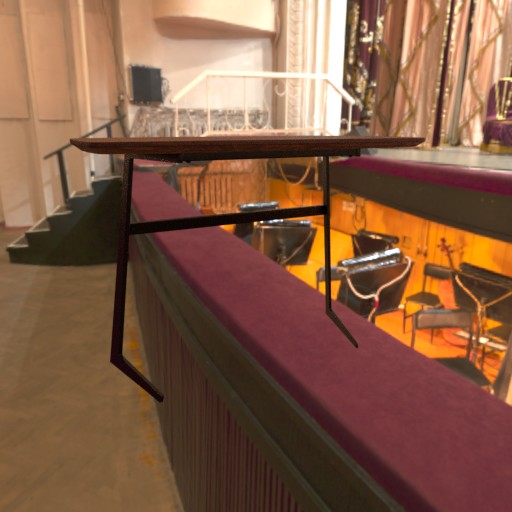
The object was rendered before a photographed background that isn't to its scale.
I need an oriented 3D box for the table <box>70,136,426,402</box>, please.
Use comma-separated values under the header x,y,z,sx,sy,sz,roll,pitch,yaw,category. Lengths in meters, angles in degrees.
x,y,z,sx,sy,sz,roll,pitch,yaw,category
0.000,0.000,1.117,0.804,0.576,0.361,-8,18,-26,table
